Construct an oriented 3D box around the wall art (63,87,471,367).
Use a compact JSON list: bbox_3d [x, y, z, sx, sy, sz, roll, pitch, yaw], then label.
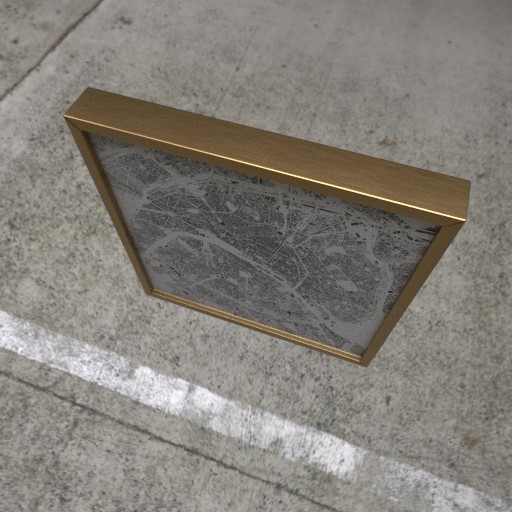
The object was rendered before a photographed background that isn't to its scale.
[{"bbox_3d":[0.000,0.000,0.455,0.305,0.305,0.037,17,60,10],"label":"wall art"}]
